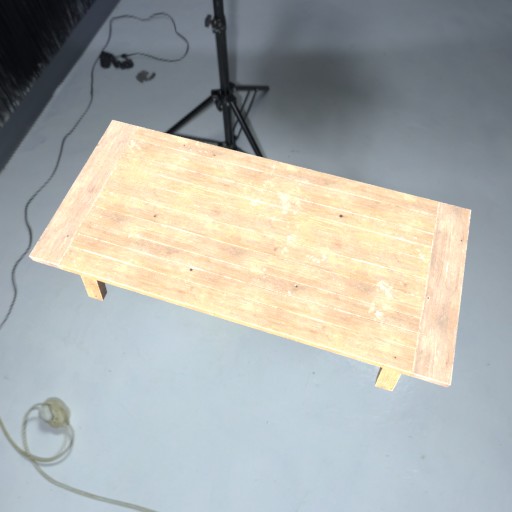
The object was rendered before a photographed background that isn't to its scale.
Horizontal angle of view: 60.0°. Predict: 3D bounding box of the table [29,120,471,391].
[{"bbox_3d":[0.000,0.000,2.176,1.800,0.465,0.820,16,64,8],"label":"table"}]
